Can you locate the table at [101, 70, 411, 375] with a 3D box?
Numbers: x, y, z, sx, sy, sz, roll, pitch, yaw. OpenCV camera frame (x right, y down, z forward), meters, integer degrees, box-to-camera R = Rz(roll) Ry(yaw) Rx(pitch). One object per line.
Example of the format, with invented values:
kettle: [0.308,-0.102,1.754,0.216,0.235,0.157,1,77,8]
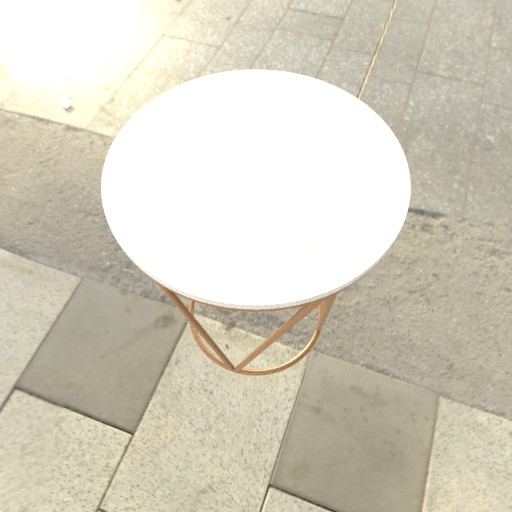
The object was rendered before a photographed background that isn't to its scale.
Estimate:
table: [0.000,0.000,0.966,0.500,0.564,0.500,0,59,0]
